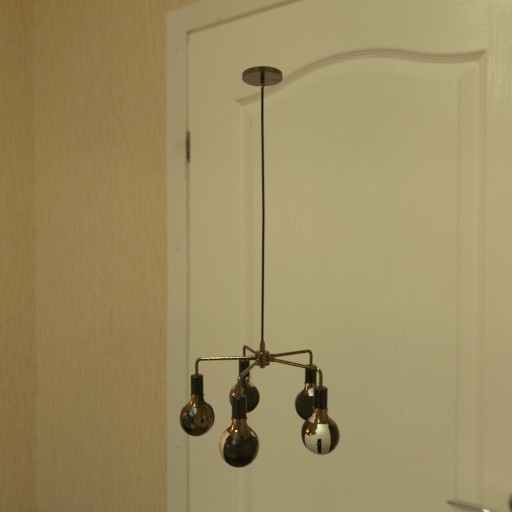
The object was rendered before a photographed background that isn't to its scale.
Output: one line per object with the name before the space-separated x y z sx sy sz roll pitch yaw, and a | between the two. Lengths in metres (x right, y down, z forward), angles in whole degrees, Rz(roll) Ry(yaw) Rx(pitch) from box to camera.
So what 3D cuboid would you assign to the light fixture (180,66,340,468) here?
light fixture | 0.000 0.000 1.214 0.421 0.988 0.438 0 1 1
